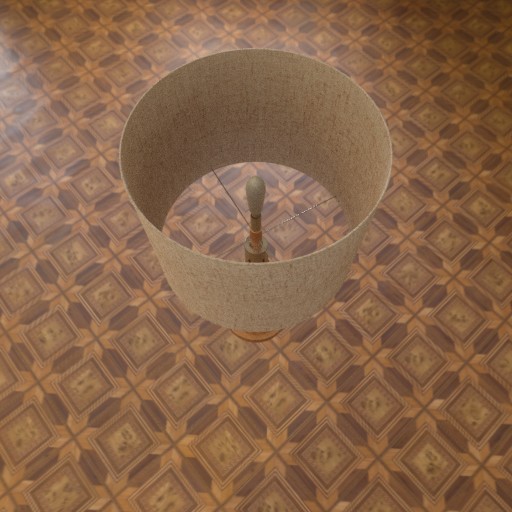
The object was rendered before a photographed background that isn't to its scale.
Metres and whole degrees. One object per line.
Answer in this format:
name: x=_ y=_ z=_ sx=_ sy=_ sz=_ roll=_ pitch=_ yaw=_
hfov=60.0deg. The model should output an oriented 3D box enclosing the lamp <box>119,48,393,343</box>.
lamp: x=0.000 y=0.000 z=0.796 sx=0.321 sy=0.610 sz=0.321 roll=15 pitch=65 yaw=7
